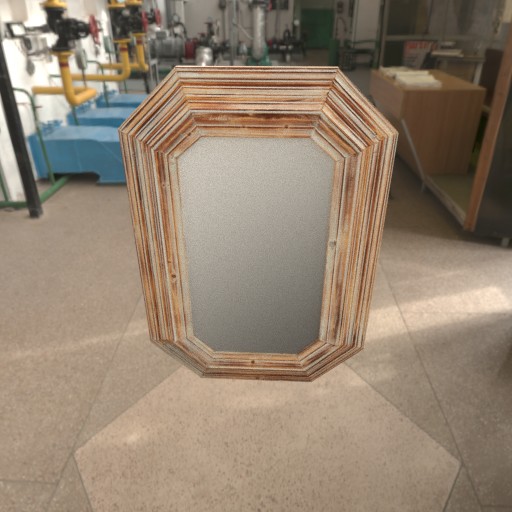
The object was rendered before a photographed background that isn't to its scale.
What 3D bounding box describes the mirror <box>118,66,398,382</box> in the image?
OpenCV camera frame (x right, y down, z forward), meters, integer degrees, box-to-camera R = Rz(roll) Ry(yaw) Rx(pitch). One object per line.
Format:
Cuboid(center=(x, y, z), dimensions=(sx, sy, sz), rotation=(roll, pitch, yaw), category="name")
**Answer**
Cuboid(center=(0.000, 0.000, 1.289), dimensions=(0.709, 1.015, 0.061), rotation=(1, 30, 2), category="mirror")
